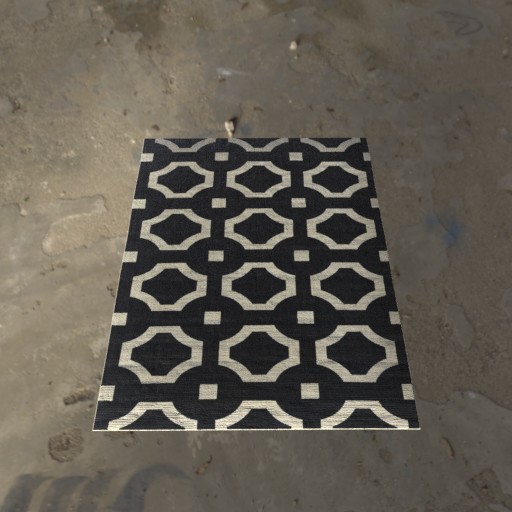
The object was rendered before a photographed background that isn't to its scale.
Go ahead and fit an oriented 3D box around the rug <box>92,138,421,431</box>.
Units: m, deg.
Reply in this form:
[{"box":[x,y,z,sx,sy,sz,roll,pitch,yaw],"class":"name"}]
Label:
[{"box":[0.000,0.000,4.111,2.466,0.021,3.049,0,59,0],"class":"rug"}]
